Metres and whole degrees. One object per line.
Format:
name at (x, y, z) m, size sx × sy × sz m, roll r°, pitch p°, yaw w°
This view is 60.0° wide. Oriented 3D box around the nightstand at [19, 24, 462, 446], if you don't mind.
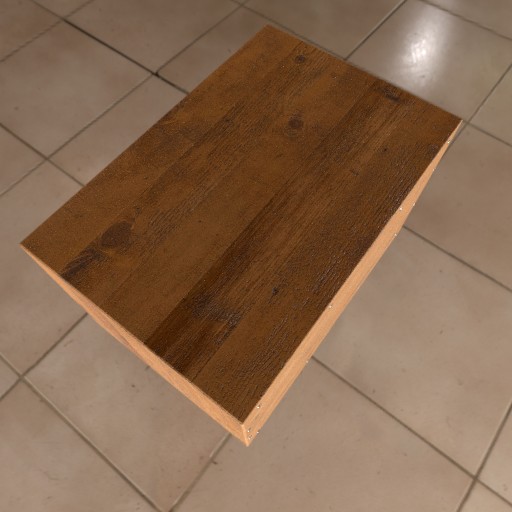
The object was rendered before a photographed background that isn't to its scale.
nightstand at (0.000, 0.000, 1.009) m, size 0.450 × 0.599 × 0.650 m, roll 34°, pitch 68°, yaw 16°
